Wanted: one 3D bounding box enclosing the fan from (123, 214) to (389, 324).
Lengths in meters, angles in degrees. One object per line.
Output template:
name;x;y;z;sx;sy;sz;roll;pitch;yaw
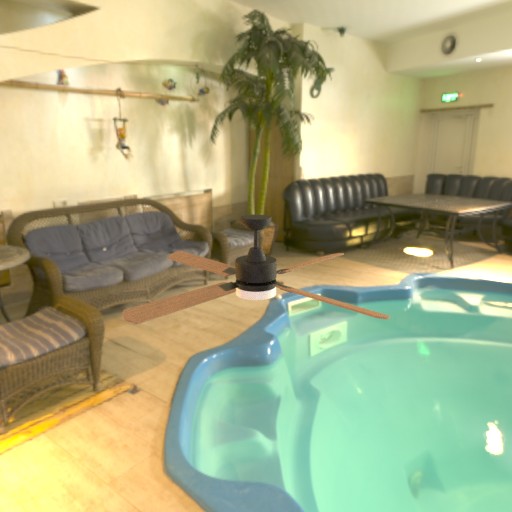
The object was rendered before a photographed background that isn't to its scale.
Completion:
fan;0.000;0.000;1.994;1.320;0.355;1.320;14;20;43
